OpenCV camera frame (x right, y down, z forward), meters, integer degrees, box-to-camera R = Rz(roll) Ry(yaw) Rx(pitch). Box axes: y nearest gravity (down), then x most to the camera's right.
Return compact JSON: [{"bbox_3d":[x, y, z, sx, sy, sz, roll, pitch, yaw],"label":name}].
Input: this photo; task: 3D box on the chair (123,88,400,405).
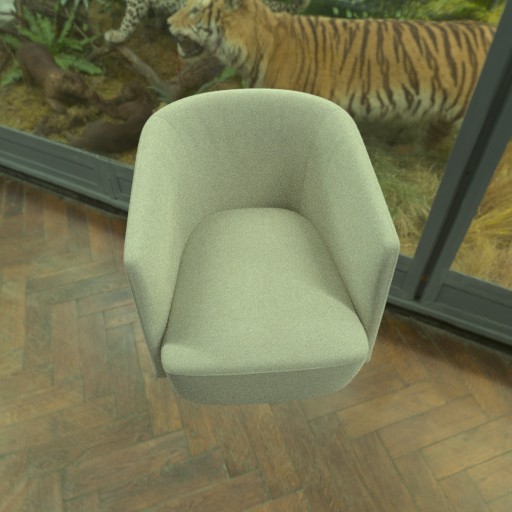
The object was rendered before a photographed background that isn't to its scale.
[{"bbox_3d":[0.000,0.000,1.670,0.822,0.861,0.986,-3,46,-3],"label":"chair"}]
